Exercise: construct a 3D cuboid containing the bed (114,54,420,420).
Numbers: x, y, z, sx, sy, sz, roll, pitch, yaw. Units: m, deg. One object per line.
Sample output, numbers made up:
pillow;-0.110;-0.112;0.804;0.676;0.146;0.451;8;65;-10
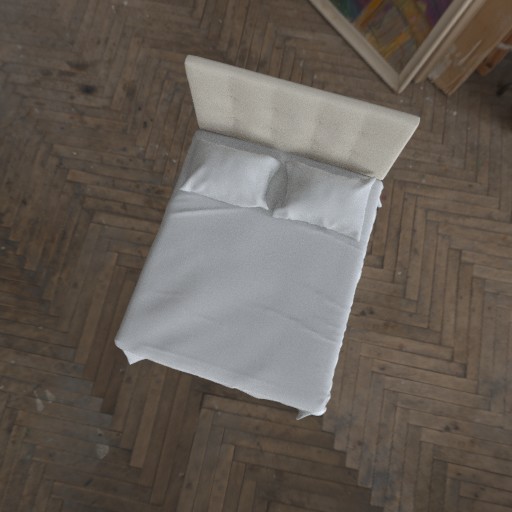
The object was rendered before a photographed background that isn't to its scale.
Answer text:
bed;0.000;0.000;3.459;1.936;1.577;2.222;17;76;4
